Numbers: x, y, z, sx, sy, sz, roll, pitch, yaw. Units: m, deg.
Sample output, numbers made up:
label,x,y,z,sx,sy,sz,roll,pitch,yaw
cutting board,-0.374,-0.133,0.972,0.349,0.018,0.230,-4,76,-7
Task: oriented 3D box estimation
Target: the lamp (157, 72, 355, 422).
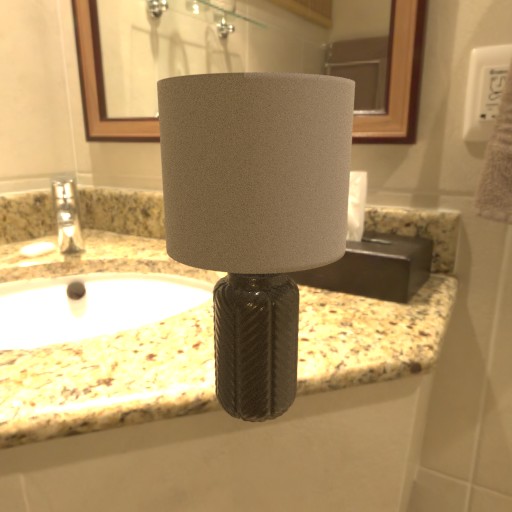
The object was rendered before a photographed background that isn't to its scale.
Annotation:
label,x,y,z,sx,sy,sz,roll,pitch,yaw
lamp,0.000,0.000,0.515,0.203,0.389,0.203,-2,16,-8
